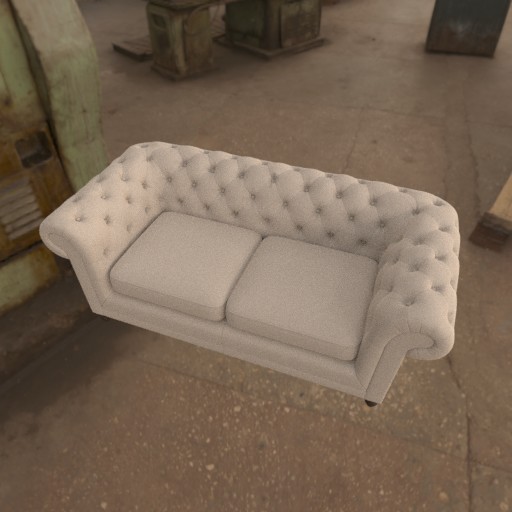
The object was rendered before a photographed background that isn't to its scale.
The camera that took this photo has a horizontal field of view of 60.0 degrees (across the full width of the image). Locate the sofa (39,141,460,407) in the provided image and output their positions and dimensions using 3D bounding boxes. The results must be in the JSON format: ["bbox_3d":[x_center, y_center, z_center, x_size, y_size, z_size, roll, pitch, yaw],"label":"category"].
[{"bbox_3d":[0.000,0.000,2.464,1.998,0.764,0.986,14,43,15],"label":"sofa"}]
